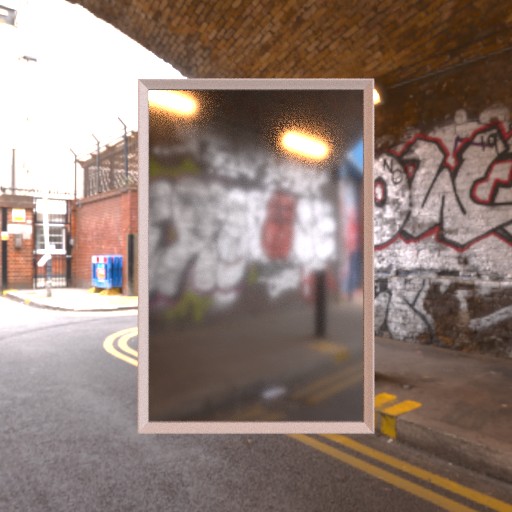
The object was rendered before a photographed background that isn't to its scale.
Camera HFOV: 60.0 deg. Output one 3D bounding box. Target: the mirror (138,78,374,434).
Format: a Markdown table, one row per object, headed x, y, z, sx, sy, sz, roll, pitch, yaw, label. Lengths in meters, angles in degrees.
| x | y | z | sx | sy | sz | roll | pitch | yaw | label |
| --- | --- | --- | --- | --- | --- | --- | --- | --- | --- |
| 0.000 | 0.000 | 1.161 | 0.609 | 0.915 | 0.041 | 0 | 0 | 0 | mirror |
